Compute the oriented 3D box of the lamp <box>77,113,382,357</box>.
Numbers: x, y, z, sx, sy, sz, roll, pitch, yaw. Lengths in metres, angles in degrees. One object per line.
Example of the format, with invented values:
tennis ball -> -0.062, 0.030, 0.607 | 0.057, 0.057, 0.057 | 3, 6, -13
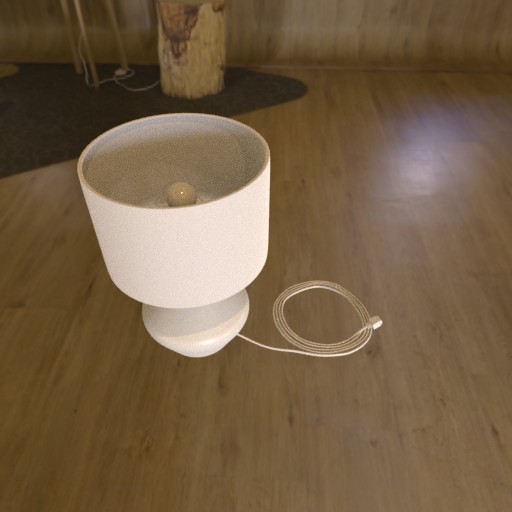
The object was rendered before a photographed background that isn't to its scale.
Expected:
lamp -> 0.000, 0.000, 0.872 | 0.546, 0.457, 0.401 | 13, 44, 14
